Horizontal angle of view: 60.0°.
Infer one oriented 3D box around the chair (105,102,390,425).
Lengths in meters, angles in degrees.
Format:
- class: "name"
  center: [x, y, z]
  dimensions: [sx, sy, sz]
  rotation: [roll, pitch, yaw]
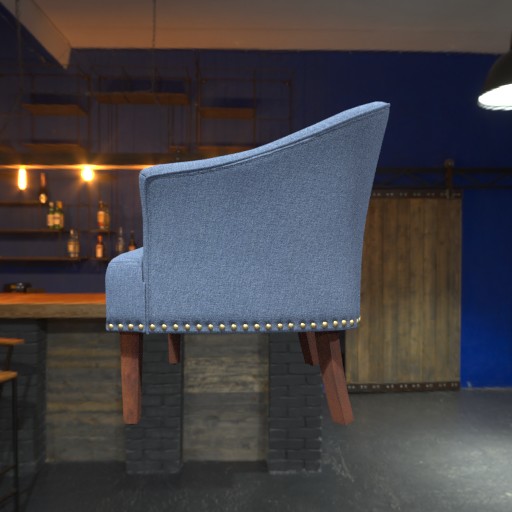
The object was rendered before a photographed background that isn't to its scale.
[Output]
- class: "chair"
  center: [0.000, 0.000, 1.346]
  dimensions: [0.704, 0.815, 0.772]
  rotation: [0, 1, 0]
